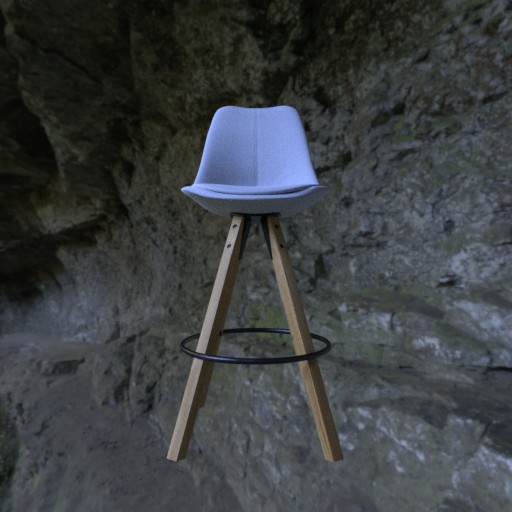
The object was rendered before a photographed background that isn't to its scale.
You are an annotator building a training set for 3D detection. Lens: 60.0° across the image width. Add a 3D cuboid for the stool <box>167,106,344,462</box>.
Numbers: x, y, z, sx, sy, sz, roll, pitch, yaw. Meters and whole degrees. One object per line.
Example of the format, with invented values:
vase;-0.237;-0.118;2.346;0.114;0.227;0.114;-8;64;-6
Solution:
stool;0.000;0.000;1.415;0.484;1.115;0.550;0;1;1
